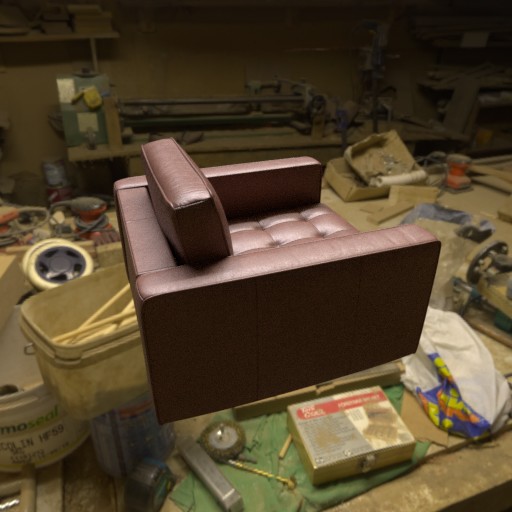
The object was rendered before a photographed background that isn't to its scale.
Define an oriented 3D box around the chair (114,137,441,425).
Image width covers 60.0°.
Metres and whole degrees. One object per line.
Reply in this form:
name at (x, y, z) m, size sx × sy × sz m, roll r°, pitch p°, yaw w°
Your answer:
chair at (0.000, 0.000, 1.605) m, size 0.900 × 0.770 × 0.920 m, roll -10°, pitch 31°, yaw -17°
